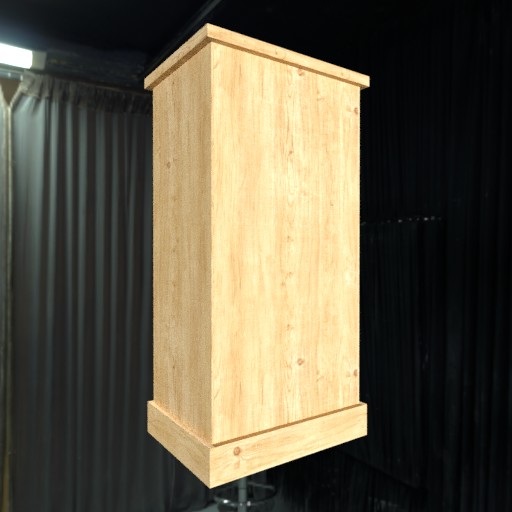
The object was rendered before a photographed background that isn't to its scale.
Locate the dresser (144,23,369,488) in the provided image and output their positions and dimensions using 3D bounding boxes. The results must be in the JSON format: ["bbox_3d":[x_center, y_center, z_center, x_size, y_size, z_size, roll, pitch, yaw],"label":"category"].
[{"bbox_3d":[0.000,0.000,1.302,0.531,1.041,0.390,0,1,-35],"label":"dresser"}]
